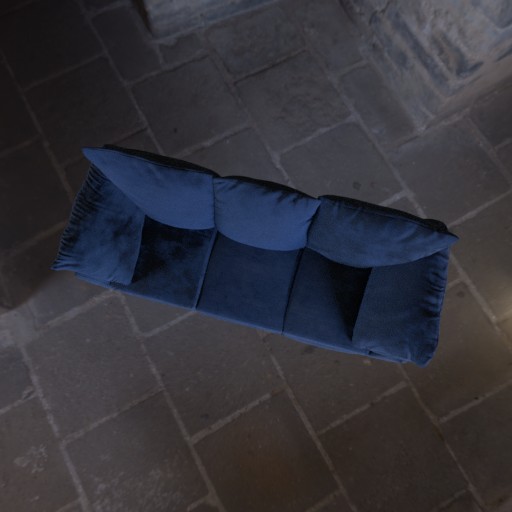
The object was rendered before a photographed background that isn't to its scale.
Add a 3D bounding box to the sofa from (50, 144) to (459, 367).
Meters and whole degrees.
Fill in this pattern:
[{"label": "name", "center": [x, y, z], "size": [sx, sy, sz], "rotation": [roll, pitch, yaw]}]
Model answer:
[{"label": "sofa", "center": [0.000, 0.000, 2.909], "size": [2.390, 1.091, 0.907], "rotation": [14, 77, 3]}]
